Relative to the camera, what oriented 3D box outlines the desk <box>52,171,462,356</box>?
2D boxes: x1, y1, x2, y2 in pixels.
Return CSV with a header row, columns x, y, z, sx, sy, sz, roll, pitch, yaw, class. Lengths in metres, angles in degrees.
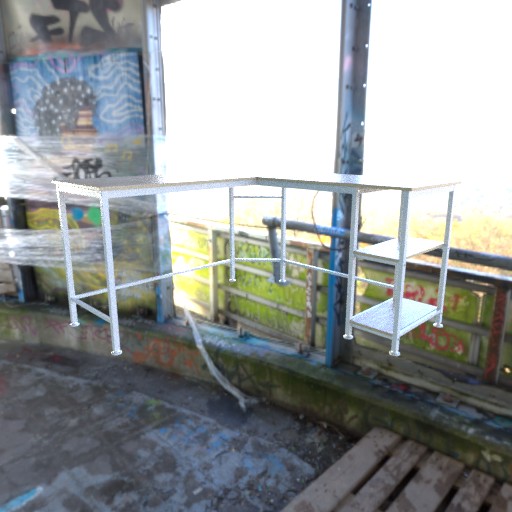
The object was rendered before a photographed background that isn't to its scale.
x,y,z,sx,sy,sz,roll,pitch,yaw,class
0.000,0.000,2.198,1.379,0.739,1.379,-14,19,-43,desk
